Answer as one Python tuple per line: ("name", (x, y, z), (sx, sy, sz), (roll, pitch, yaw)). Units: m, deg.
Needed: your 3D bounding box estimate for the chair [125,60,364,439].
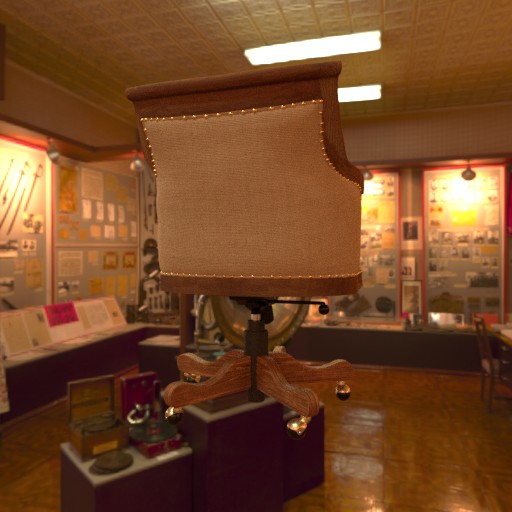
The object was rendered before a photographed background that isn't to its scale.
("chair", (0.000, 0.000, 1.428), (0.656, 0.965, 0.689), (0, 0, 18))
